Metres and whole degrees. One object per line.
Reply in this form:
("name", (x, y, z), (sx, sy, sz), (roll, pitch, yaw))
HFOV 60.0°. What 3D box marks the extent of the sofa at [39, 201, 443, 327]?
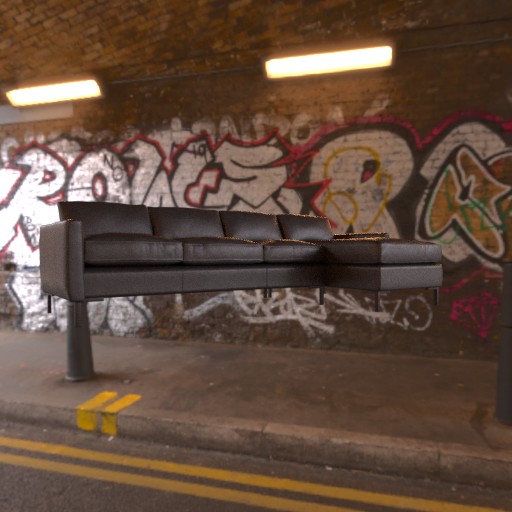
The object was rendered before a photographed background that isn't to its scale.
("sofa", (0.000, 0.000, 3.591), (2.993, 0.859, 1.471), (0, 0, -35))
